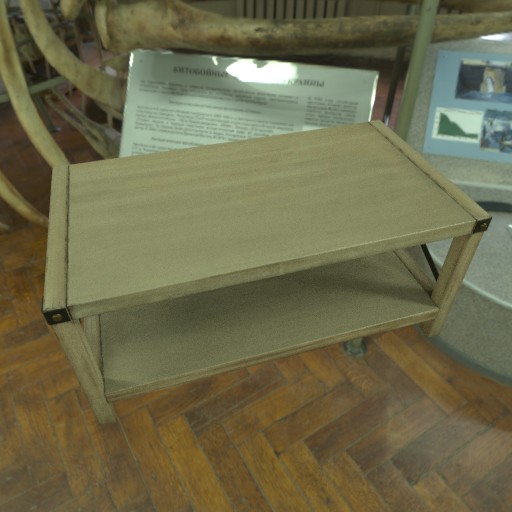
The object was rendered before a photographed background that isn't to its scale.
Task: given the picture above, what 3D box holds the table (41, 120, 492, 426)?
[{"bbox_3d":[0.000,0.000,1.279,1.016,0.456,0.559,-12,43,-13],"label":"table"}]
